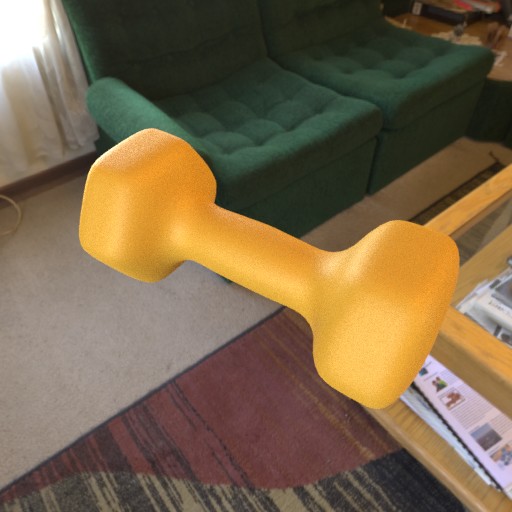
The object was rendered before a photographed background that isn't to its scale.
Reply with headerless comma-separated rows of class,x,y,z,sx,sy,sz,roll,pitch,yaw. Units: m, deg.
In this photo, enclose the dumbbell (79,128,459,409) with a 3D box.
dumbbell,0.000,0.000,0.233,0.190,0.082,0.090,25,51,22
